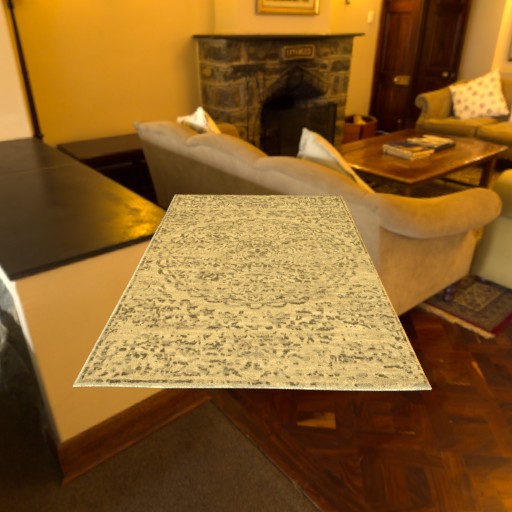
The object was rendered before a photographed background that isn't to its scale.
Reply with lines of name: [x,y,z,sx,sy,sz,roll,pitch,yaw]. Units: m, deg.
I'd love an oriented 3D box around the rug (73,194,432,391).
rug: [0.000,0.000,2.970,1.527,0.021,2.447,0,27,1]
